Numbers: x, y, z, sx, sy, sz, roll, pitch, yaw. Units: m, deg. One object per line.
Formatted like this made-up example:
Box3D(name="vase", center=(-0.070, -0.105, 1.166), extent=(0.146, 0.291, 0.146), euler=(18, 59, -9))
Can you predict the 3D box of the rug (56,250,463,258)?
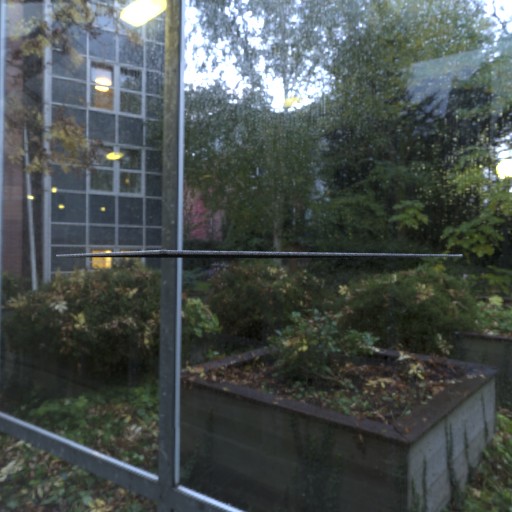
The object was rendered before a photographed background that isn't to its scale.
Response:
Box3D(name="rug", center=(0.000, 0.000, 4.229), extent=(3.049, 0.025, 2.449), euler=(0, -1, -36))
